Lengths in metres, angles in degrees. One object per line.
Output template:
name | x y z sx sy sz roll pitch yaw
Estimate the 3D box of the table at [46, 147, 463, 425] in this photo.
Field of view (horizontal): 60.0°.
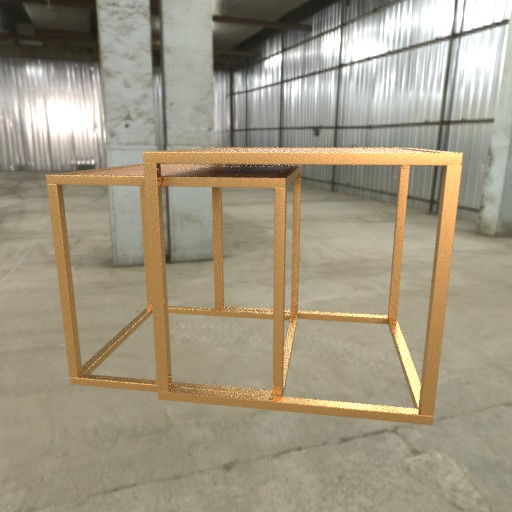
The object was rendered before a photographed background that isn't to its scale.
table | 0.000 0.000 1.076 0.762 0.505 0.505 2 15 9
